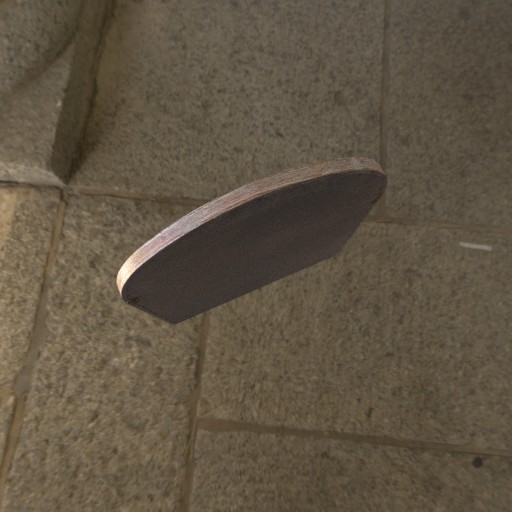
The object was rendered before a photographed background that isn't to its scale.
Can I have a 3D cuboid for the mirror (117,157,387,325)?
[{"bbox_3d":[0.000,0.000,1.180,0.660,0.920,0.032,-23,77,-5],"label":"mirror"}]
